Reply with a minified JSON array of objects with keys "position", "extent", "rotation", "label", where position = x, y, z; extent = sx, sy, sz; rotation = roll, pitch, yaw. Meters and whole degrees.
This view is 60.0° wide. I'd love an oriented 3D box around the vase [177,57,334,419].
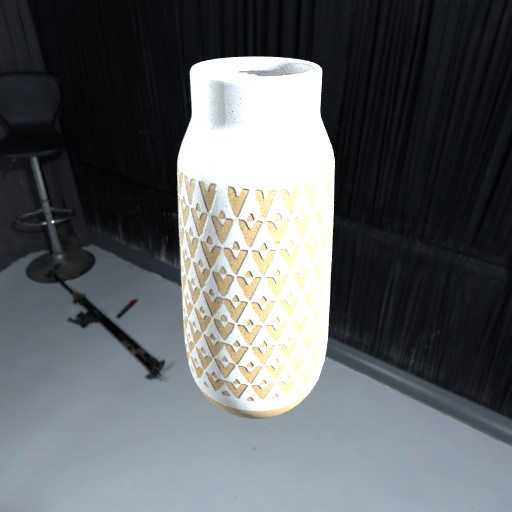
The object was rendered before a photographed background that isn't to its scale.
[{"position":[0.000,0.000,0.385],"extent":[0.137,0.307,0.137],"rotation":[0,32,0],"label":"vase"}]
